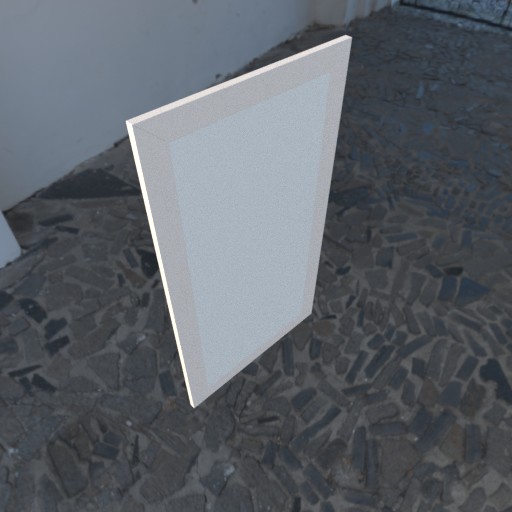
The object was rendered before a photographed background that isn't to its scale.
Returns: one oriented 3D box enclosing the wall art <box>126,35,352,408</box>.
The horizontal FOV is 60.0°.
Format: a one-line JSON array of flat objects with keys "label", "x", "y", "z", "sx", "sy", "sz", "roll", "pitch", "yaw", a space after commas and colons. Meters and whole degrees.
[{"label": "wall art", "x": 0.000, "y": 0.000, "z": 0.821, "sx": 0.380, "sy": 0.683, "sz": 0.013, "roll": -33, "pitch": 54, "yaw": -28}]
